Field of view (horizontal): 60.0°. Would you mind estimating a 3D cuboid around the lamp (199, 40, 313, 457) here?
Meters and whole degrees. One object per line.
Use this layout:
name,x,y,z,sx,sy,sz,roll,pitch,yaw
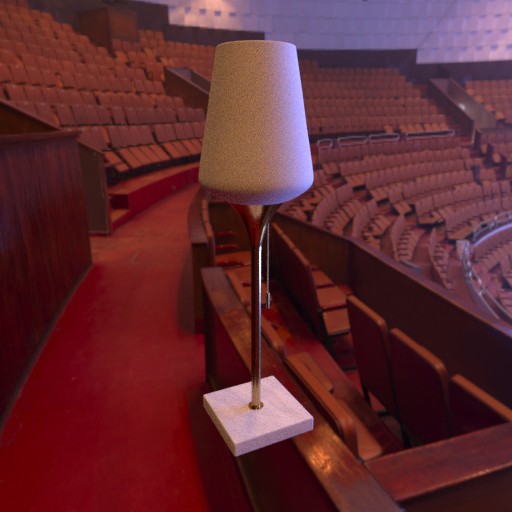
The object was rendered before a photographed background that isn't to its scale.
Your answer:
lamp,0.000,0.000,0.741,0.181,0.639,0.181,-8,19,-25
